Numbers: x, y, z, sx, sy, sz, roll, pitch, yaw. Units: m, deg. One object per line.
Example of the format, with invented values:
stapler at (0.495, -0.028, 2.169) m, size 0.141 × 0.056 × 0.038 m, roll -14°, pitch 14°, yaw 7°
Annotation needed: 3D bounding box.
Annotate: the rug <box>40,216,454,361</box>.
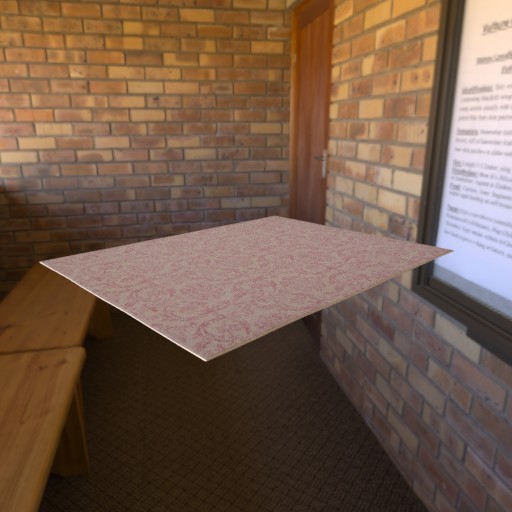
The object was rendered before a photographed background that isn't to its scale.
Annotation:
rug at (0.000, 0.000, 4.049) m, size 2.980 × 0.012 × 2.363 m, roll -15°, pitch 22°, yaw -42°
